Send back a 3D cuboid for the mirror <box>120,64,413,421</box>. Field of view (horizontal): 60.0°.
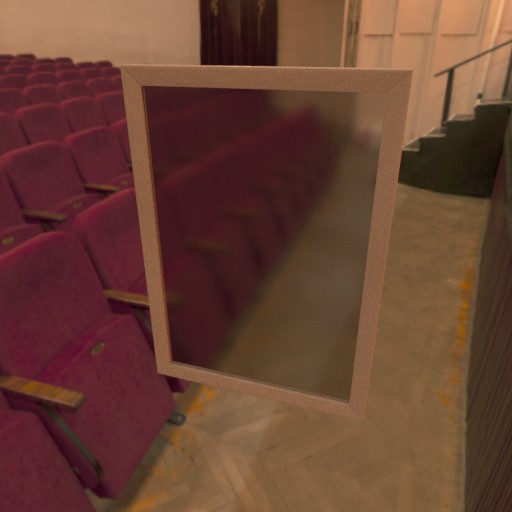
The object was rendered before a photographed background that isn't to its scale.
[{"bbox_3d":[0.000,0.000,0.903,0.507,0.710,0.040,8,27,16],"label":"mirror"}]
